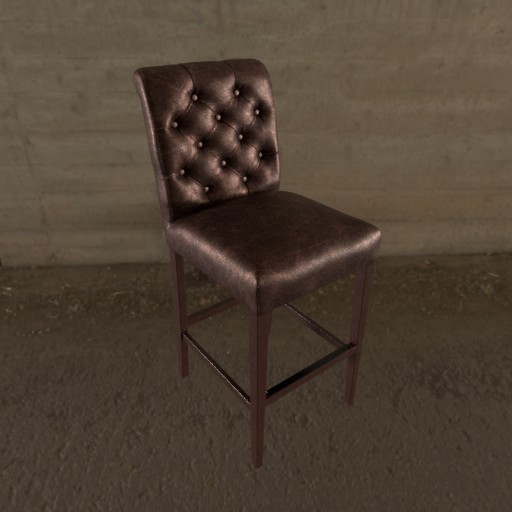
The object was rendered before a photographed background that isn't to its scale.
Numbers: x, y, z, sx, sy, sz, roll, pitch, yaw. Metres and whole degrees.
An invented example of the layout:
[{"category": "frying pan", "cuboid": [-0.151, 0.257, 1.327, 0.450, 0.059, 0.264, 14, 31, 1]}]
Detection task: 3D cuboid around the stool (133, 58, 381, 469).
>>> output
[{"category": "stool", "cuboid": [0.000, 0.000, 1.504, 0.483, 1.168, 0.659, -20, 35, -32]}]
